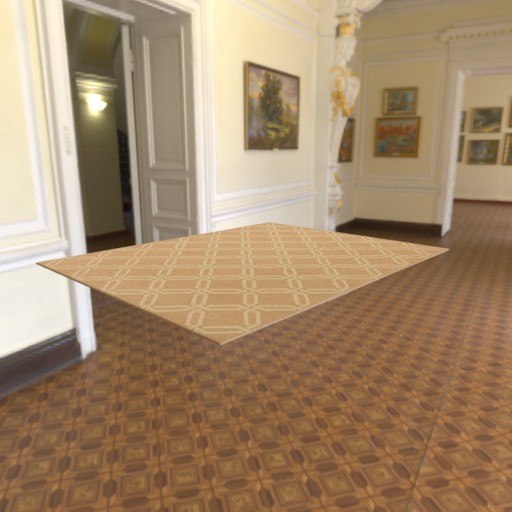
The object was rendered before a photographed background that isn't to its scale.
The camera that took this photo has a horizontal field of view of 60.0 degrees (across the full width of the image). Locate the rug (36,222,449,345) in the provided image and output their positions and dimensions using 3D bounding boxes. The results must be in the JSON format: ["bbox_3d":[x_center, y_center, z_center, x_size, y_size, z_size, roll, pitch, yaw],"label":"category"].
[{"bbox_3d":[0.000,0.000,3.926,2.288,0.018,2.895,13,18,42],"label":"rug"}]
